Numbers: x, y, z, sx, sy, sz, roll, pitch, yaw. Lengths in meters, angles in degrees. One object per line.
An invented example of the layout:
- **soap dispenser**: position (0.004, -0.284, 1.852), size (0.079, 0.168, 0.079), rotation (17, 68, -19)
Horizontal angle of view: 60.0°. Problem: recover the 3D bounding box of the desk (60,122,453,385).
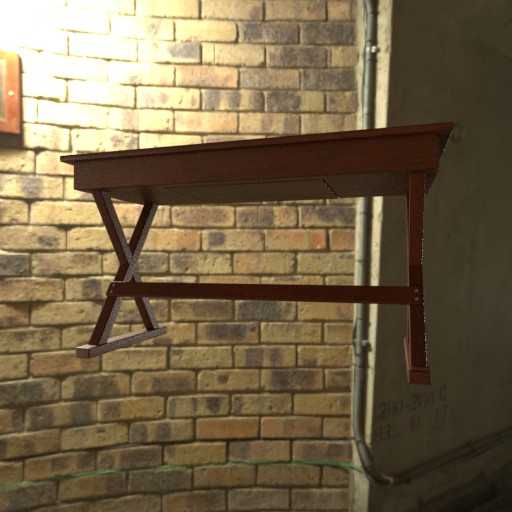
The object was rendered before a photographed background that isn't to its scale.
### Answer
- **desk**: position (0.000, 0.000, 1.756), size (1.372, 0.761, 0.600), rotation (0, -1, 17)
